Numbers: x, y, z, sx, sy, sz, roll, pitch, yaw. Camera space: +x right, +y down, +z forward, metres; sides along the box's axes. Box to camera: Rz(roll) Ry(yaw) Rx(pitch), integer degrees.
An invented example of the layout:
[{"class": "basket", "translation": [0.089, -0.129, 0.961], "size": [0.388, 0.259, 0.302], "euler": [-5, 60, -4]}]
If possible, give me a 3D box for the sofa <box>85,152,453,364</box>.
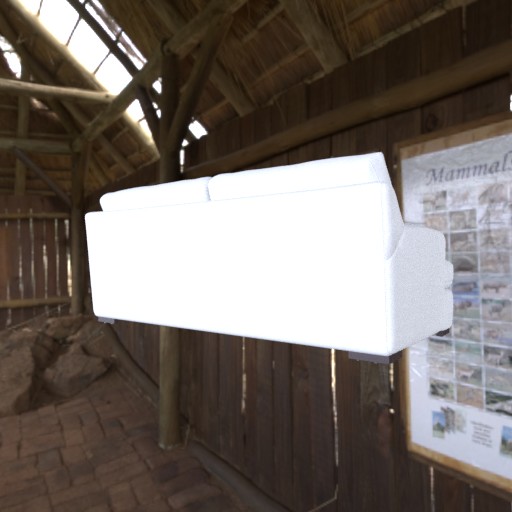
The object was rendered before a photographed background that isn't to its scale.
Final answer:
[{"class": "sofa", "translation": [0.000, 0.000, 2.898], "size": [2.261, 0.940, 1.143], "euler": [0, 0, 37]}]
